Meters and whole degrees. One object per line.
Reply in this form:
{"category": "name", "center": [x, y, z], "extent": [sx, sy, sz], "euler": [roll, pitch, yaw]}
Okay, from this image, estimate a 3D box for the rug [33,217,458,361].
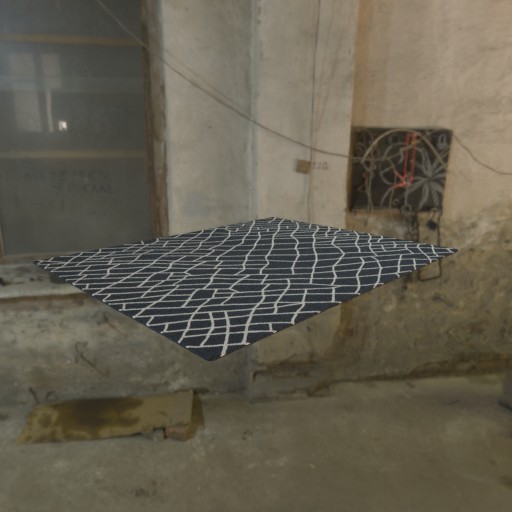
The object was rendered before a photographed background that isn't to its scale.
{"category": "rug", "center": [0.000, 0.000, 4.032], "extent": [3.047, 0.022, 2.439], "euler": [-15, 21, -43]}
